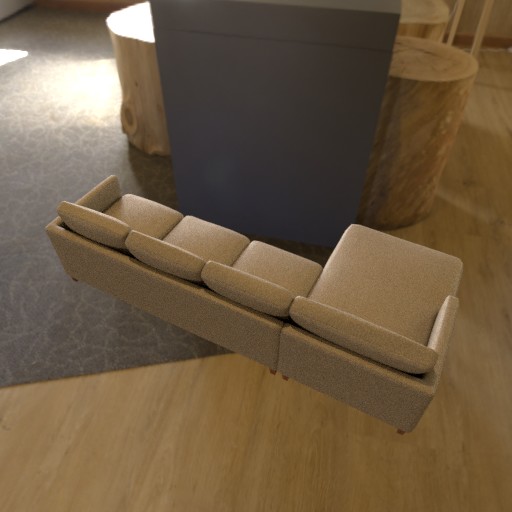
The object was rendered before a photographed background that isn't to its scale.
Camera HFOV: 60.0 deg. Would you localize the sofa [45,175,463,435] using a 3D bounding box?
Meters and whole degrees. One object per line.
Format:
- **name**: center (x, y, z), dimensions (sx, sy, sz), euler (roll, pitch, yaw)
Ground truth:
- **sofa**: center (0.000, 0.000, 3.748), dimensions (3.201, 0.876, 1.502), euler (21, 50, 19)
